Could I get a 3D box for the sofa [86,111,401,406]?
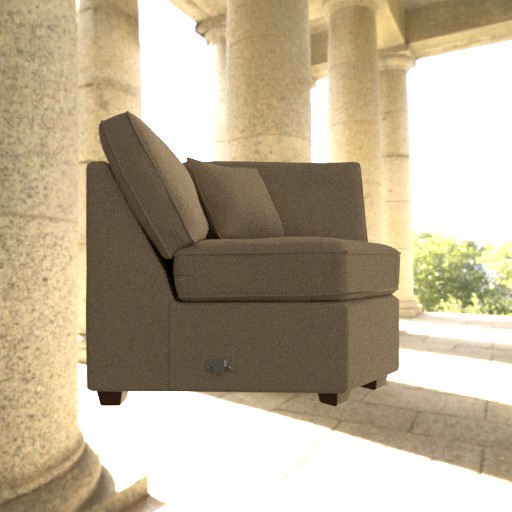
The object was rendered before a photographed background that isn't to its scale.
[{"bbox_3d":[0.000,0.000,1.807,1.042,0.937,1.050,0,0,0],"label":"sofa"}]
